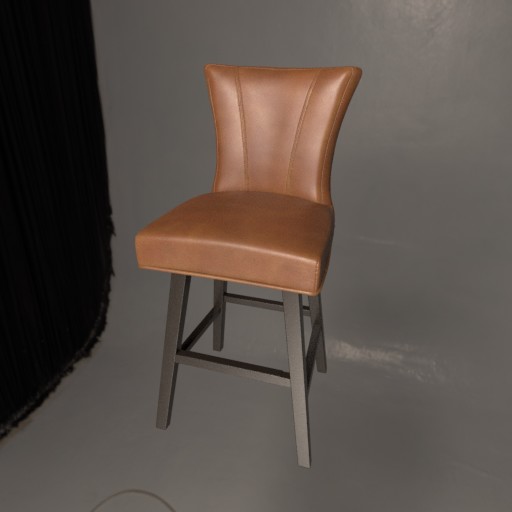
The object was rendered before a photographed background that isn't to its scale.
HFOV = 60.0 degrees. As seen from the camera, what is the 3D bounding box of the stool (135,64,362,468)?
[{"bbox_3d":[0.000,0.000,1.408,0.522,1.094,0.585,8,27,16],"label":"stool"}]
